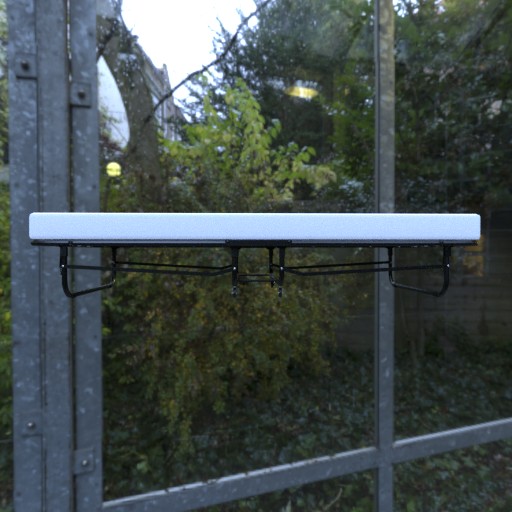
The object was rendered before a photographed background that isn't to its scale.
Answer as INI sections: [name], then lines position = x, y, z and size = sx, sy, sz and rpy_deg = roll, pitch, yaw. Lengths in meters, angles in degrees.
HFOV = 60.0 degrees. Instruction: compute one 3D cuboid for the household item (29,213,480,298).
[household item]
position = 0.000, 0.000, 2.185
size = 1.905, 0.356, 0.787
rpy_deg = 0, 0, -2
